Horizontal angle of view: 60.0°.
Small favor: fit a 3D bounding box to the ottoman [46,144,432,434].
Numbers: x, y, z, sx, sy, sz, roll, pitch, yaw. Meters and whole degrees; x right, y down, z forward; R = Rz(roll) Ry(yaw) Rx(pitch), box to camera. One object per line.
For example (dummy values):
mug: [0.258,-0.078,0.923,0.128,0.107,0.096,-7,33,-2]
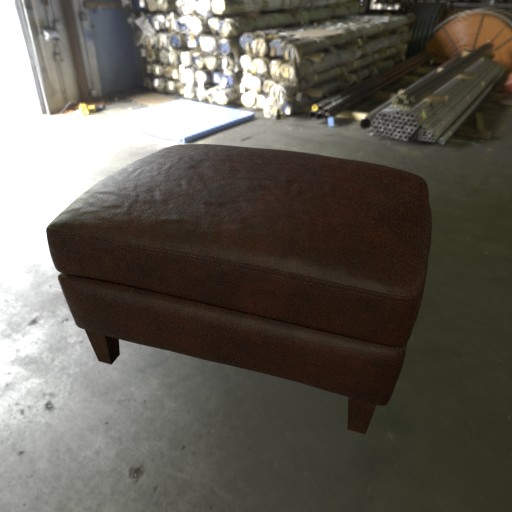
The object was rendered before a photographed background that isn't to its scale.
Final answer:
ottoman: [0.000,0.000,1.265,0.887,0.527,0.659,10,33,16]
